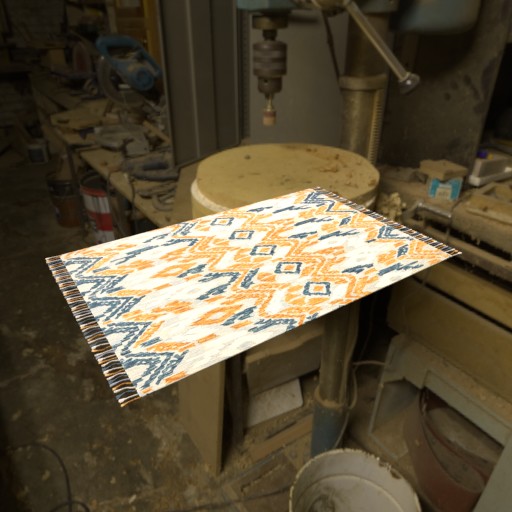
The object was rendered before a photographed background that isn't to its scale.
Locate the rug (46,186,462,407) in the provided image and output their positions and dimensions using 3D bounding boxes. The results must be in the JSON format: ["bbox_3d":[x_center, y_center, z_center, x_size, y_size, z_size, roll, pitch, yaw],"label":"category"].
[{"bbox_3d":[0.000,0.000,3.042,2.428,0.010,1.533,-19,35,-29],"label":"rug"}]
